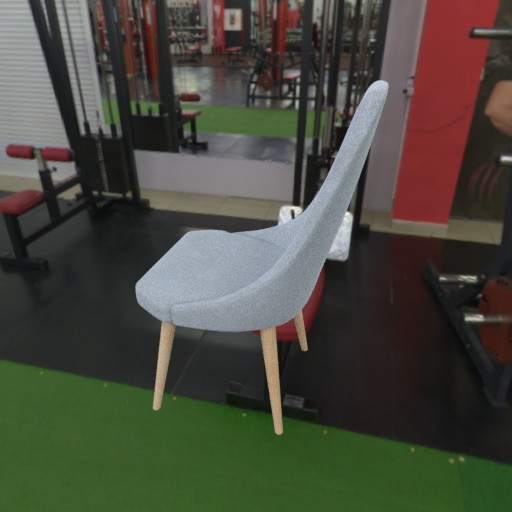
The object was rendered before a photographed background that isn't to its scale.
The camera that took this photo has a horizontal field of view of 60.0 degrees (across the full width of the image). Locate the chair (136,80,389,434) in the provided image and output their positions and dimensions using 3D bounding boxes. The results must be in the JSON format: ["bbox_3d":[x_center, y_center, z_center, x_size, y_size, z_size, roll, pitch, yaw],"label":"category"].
[{"bbox_3d":[0.000,0.000,1.391,0.660,1.040,0.510,8,30,15],"label":"chair"}]
